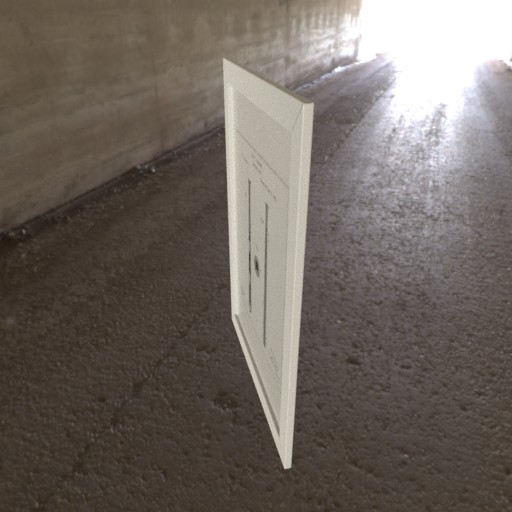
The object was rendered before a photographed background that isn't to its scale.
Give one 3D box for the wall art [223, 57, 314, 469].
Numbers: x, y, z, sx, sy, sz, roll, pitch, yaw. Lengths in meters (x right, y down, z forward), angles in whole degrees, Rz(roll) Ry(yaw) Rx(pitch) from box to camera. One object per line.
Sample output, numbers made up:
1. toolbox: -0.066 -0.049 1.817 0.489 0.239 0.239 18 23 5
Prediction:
1. wall art: 0.000 0.000 0.690 0.012 0.529 0.374 -8 31 -13
